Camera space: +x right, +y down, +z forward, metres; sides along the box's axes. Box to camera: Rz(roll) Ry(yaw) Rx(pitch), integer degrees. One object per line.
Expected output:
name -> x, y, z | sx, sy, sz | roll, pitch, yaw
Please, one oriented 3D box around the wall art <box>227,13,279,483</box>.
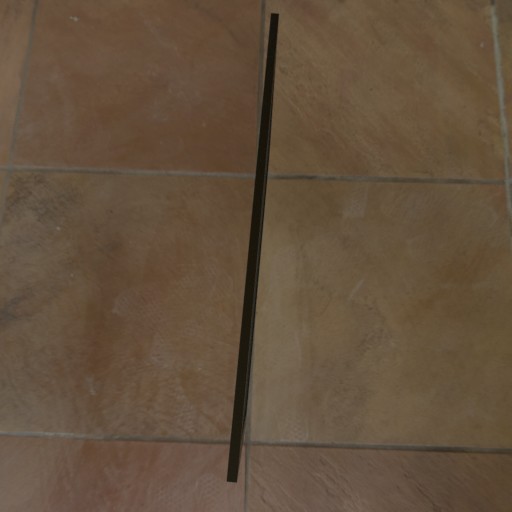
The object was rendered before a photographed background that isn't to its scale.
wall art -> 0.000, 0.000, 0.821 | 0.013, 0.447, 0.660 | 5, 77, 1
